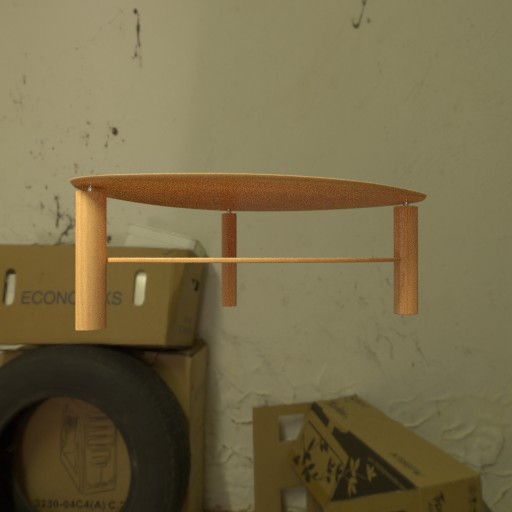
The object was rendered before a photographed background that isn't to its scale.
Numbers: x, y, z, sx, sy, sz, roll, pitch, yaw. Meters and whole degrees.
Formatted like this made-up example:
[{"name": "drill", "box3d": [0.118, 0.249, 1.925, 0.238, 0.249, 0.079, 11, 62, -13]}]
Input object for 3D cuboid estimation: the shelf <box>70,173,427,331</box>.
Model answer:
[{"name": "shelf", "box3d": [0.000, 0.000, 1.624, 1.246, 0.440, 0.845, 0, 0, -19]}]
